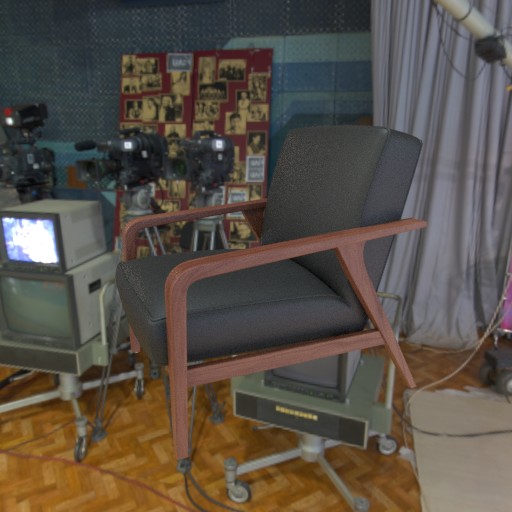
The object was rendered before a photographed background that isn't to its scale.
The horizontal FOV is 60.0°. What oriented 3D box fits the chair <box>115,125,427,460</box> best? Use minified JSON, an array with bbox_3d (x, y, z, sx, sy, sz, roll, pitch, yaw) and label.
[{"bbox_3d":[0.000,0.000,1.513,0.889,0.861,0.719,-7,17,-24],"label":"chair"}]
